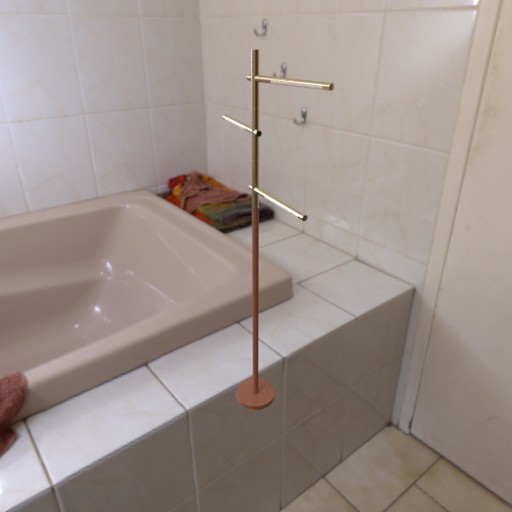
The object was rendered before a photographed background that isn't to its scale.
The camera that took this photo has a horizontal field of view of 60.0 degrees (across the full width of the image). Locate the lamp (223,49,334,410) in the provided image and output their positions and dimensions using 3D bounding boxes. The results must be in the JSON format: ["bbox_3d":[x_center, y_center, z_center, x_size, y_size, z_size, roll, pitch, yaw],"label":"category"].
[{"bbox_3d":[0.000,0.000,2.015,0.209,1.704,0.737,-18,32,-32],"label":"lamp"}]
